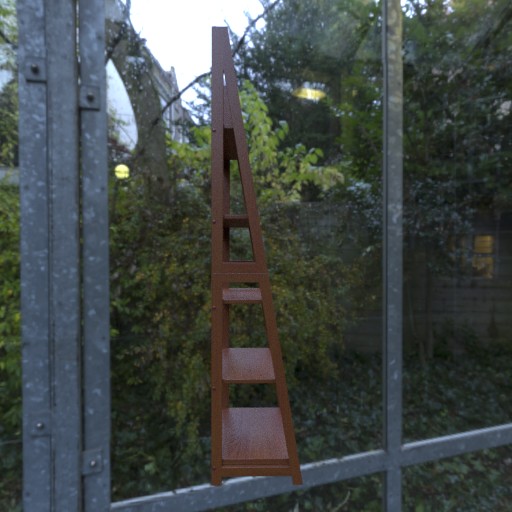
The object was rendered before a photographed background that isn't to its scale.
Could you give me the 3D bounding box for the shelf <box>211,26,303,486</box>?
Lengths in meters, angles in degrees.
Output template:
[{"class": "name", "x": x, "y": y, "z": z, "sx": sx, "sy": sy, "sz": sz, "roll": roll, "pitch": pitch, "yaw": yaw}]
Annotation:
[{"class": "shelf", "x": 0.000, "y": 0.000, "z": 2.031, "sx": 0.356, "sy": 1.780, "sz": 0.630, "roll": 0, "pitch": 0, "yaw": -1}]
